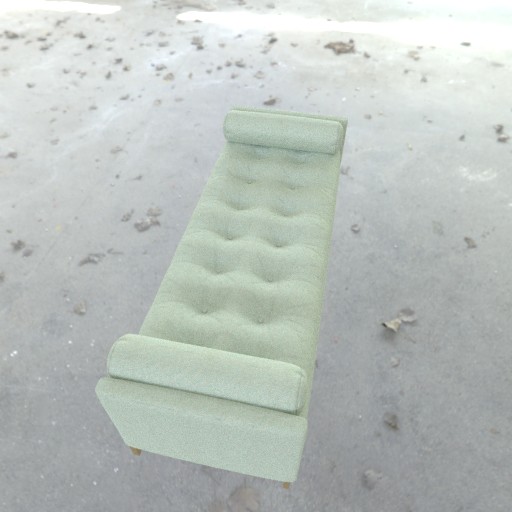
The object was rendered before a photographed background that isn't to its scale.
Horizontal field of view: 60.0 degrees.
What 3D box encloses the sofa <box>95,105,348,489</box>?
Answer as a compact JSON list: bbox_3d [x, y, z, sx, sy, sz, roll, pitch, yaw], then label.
[{"bbox_3d":[0.000,0.000,2.441,0.796,0.705,2.102,9,48,8],"label":"sofa"}]
